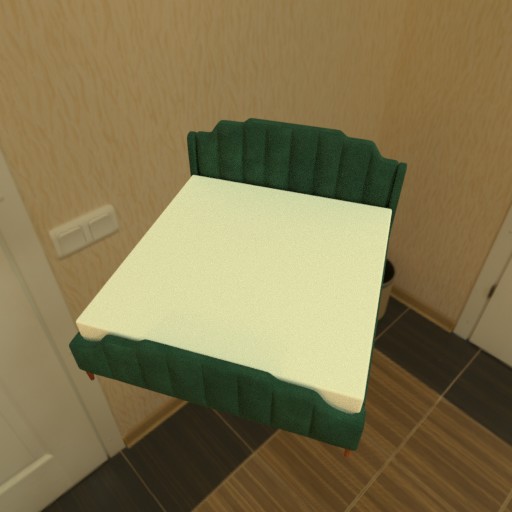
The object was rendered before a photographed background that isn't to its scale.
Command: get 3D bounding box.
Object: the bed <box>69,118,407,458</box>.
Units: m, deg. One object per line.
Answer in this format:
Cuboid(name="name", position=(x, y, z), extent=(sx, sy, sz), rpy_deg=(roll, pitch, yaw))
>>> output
Cuboid(name="bed", position=(0.000, 0.000, 3.587), extent=(2.074, 1.245, 2.340), rpy_deg=(12, 43, 13))
